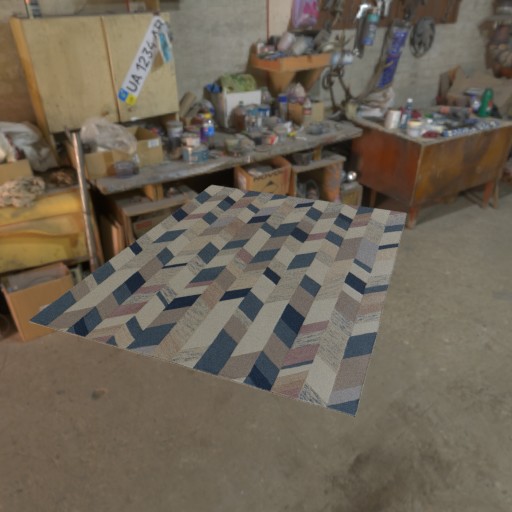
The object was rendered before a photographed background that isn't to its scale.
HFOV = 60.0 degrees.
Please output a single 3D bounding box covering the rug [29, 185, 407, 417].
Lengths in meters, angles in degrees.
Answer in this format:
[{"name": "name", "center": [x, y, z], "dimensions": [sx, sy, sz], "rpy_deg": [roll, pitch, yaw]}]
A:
[{"name": "rug", "center": [0.000, 0.000, 4.146], "dimensions": [2.451, 0.011, 3.072], "rpy_deg": [11, 31, 19]}]
